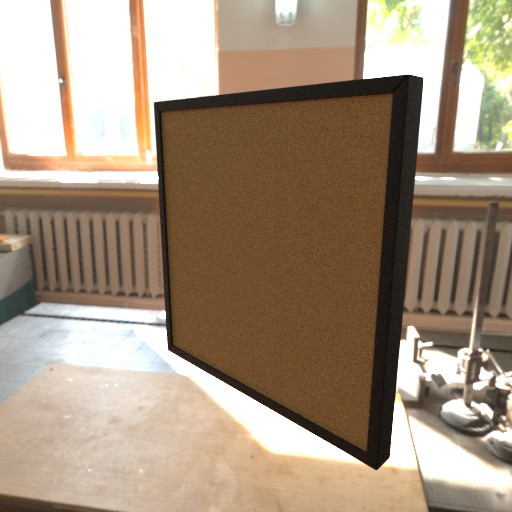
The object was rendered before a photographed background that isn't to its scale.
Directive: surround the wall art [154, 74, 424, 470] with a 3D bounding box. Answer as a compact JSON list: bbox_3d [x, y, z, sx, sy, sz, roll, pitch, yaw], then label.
[{"bbox_3d":[0.000,0.000,0.730,0.037,0.508,0.508,-14,20,-43],"label":"wall art"}]
